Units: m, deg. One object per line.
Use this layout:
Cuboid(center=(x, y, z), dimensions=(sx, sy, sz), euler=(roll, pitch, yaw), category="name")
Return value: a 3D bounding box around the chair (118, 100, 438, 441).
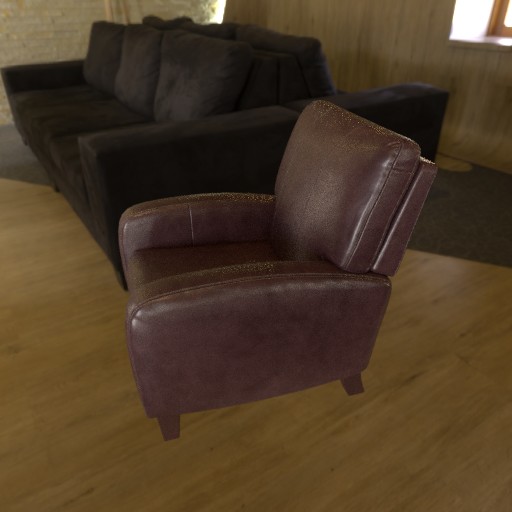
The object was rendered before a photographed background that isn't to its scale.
Cuboid(center=(0.000, 0.000, 1.672), dimensions=(0.990, 0.990, 0.762), euler=(-9, 31, -14), category="chair")
